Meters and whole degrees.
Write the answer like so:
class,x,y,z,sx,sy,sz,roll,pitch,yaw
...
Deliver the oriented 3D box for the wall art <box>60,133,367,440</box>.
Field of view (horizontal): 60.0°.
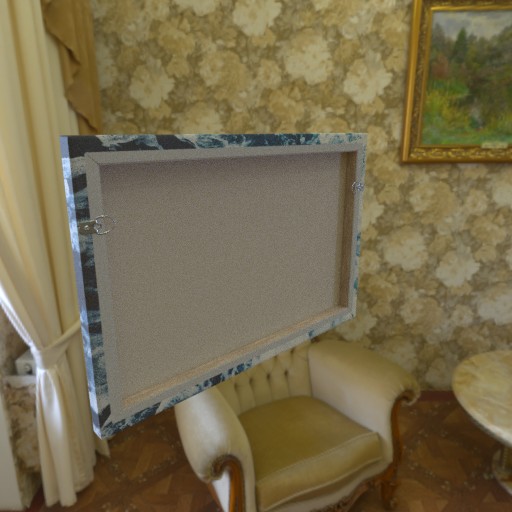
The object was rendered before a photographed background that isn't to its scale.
class,x,y,z,sx,sy,sz,roll,pitch,yaw
wall art,0.000,0.000,1.149,0.915,0.610,0.042,-15,21,-42
